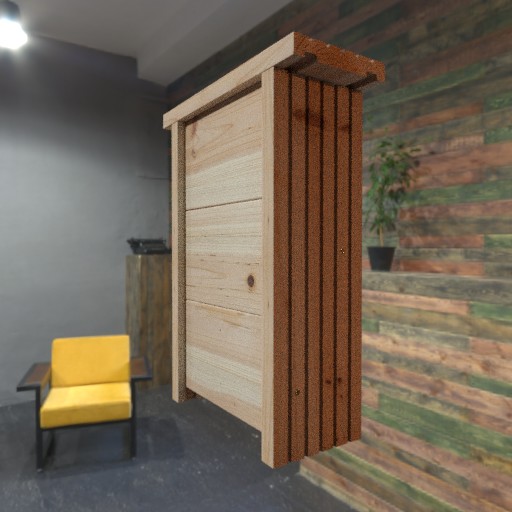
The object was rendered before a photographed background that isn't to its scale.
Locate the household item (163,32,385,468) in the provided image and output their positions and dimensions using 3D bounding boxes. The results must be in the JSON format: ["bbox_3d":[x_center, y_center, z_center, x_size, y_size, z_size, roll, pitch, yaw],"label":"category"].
[{"bbox_3d":[0.000,0.000,0.558,0.123,0.407,0.301,-1,1,-34],"label":"household item"}]
